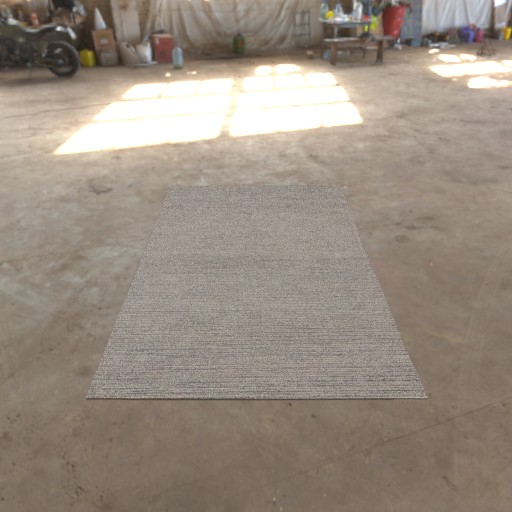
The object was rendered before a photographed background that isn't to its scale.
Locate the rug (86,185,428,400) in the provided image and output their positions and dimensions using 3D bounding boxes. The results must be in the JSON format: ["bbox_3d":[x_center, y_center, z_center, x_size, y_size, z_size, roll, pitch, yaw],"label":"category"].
[{"bbox_3d":[0.000,0.000,2.255,1.162,0.022,1.804,0,32,0],"label":"rug"}]
